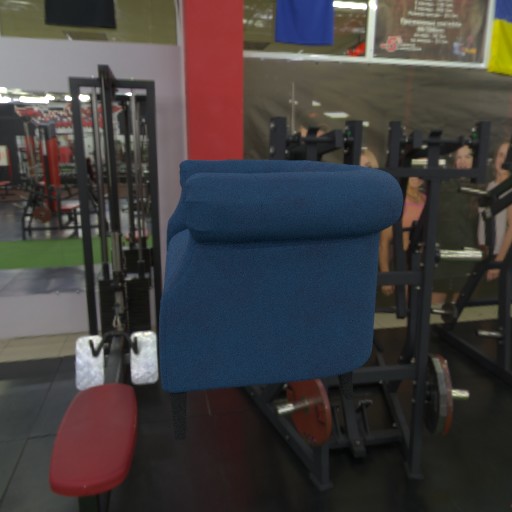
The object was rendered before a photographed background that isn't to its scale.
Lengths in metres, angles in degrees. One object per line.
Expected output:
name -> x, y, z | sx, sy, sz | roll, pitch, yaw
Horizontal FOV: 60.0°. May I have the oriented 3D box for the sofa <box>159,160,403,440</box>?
sofa -> 0.000, 0.000, 2.011 | 0.835, 0.827, 1.558 | -2, 14, -10
